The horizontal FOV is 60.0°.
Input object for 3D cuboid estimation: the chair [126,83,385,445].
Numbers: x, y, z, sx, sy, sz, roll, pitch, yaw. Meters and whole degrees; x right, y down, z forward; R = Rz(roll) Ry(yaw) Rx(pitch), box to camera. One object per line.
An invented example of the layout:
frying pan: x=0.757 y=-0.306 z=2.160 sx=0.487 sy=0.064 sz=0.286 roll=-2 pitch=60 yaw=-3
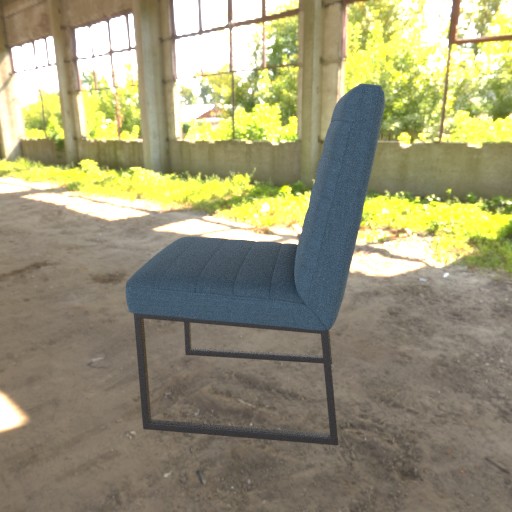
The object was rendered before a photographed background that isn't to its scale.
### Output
chair: x=0.000 y=0.000 z=1.336 sx=0.634 sy=0.930 sz=0.520 roll=2 pitch=16 yaw=7
